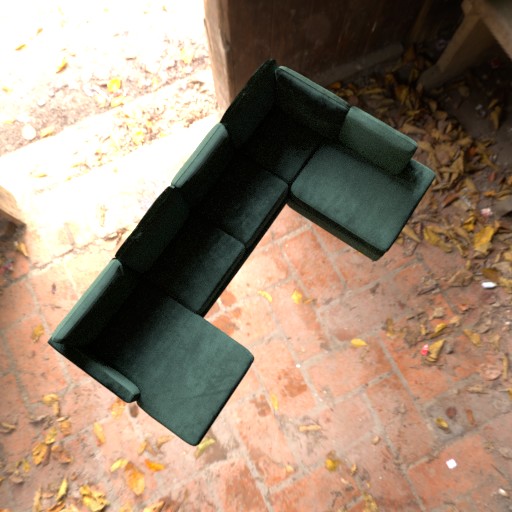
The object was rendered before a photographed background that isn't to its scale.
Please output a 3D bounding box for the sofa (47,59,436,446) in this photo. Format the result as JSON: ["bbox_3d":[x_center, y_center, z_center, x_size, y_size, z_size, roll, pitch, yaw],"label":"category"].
[{"bbox_3d":[0.000,0.000,4.226,2.055,0.992,3.434,33,78,8],"label":"sofa"}]
